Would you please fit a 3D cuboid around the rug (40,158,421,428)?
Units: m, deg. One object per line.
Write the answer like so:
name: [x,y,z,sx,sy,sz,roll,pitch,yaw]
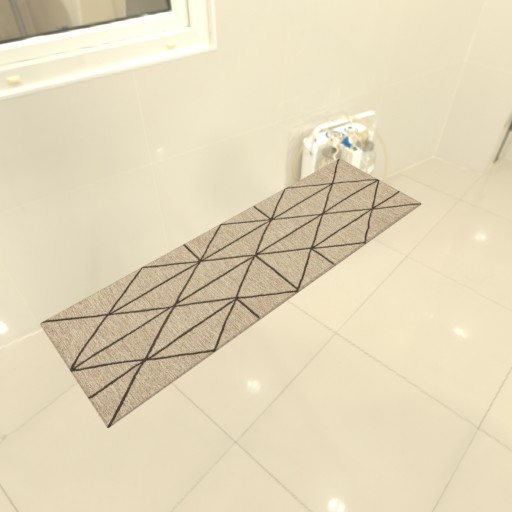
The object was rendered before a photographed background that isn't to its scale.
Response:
rug: [0.000,0.000,2.756,2.438,0.012,0.762,-32,53,-28]
